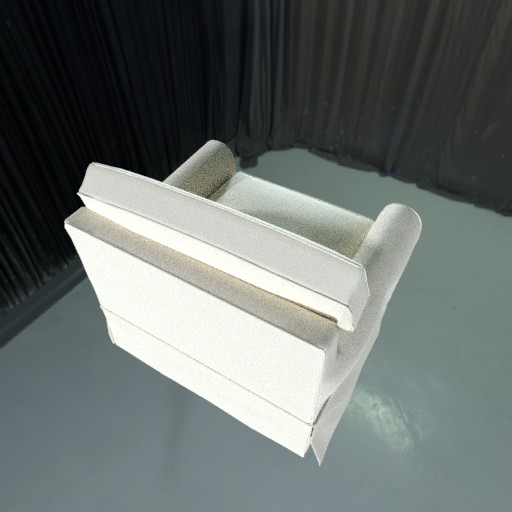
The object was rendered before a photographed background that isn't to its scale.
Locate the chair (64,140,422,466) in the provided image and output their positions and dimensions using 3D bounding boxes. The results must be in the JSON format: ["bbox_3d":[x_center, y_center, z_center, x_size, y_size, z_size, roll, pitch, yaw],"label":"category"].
[{"bbox_3d":[0.000,0.000,1.800,1.099,0.958,0.904,24,51,21],"label":"chair"}]
